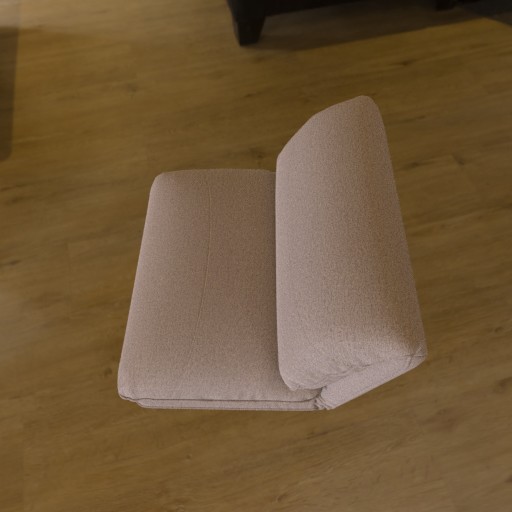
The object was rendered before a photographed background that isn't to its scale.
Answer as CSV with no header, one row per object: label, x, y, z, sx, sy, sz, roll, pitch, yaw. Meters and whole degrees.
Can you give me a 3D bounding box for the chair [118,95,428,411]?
chair,0.000,0.000,1.337,0.780,0.580,0.820,1,59,0
